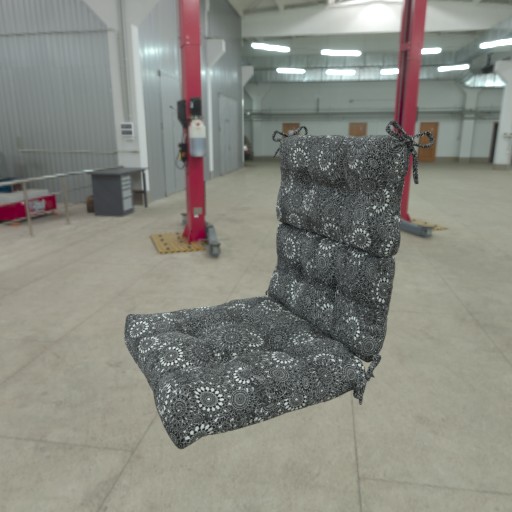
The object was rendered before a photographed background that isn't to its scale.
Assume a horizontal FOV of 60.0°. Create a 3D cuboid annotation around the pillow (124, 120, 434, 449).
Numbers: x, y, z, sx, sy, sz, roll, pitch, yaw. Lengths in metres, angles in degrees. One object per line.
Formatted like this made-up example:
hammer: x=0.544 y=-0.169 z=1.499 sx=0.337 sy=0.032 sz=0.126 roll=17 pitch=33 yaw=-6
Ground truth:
pillow: x=0.000 y=0.000 z=1.044 sx=0.571 sy=0.605 sz=0.519 roll=-7 pitch=17 yaw=-25
